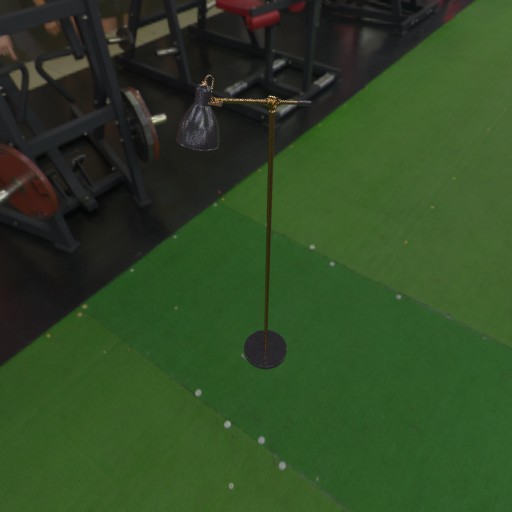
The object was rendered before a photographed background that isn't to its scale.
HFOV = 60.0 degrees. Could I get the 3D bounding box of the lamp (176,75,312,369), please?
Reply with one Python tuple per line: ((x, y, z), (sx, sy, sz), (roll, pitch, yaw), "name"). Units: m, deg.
((0.000, 0.000, 1.813), (0.235, 1.628, 0.618), (30, 53, 26), "lamp")
